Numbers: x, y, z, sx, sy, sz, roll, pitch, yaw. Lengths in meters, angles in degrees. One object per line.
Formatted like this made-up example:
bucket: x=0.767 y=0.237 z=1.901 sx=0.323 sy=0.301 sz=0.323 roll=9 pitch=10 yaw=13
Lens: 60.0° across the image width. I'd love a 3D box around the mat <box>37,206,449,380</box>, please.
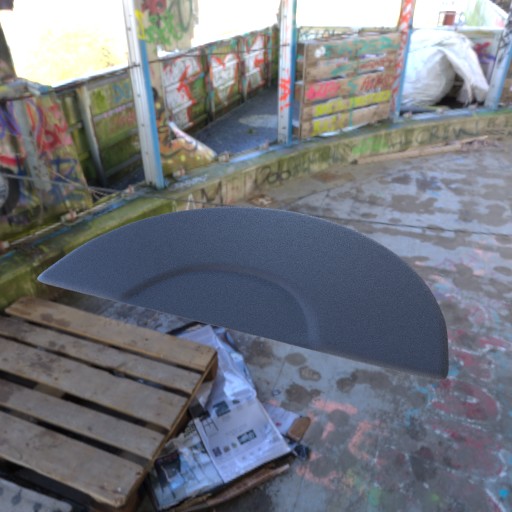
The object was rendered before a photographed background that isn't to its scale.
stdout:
mat: x=0.000 y=0.000 z=1.870 sx=1.525 sy=0.016 sz=0.917 roll=11 pitch=34 yaw=17
